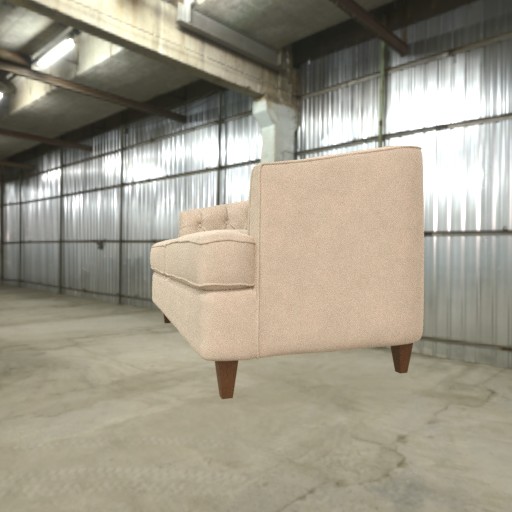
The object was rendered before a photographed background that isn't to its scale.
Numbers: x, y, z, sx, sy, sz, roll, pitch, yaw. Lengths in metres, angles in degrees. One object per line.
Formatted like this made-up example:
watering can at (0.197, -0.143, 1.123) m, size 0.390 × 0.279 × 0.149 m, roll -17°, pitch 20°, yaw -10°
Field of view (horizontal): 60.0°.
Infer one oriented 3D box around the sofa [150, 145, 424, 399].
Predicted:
sofa at (0.000, 0.000, 2.248) m, size 0.940 × 0.878 × 1.731 m, roll 0°, pitch 0°, yaw -18°
